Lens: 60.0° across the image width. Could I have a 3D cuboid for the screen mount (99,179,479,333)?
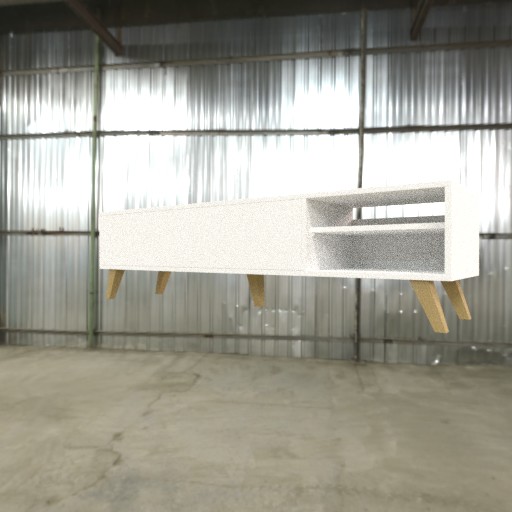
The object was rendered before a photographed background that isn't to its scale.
[{"bbox_3d":[0.000,0.000,1.878,1.644,0.432,0.399,0,0,37],"label":"screen mount"}]
